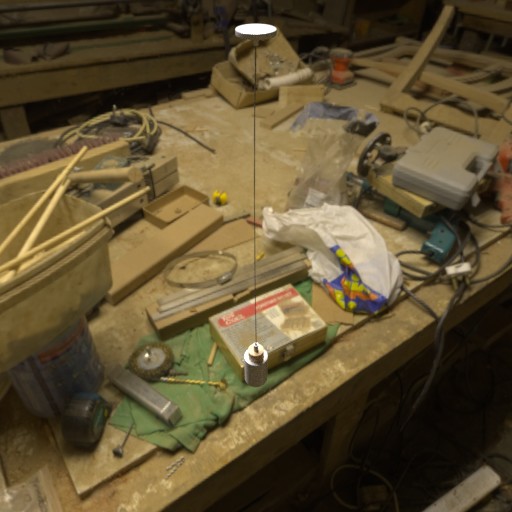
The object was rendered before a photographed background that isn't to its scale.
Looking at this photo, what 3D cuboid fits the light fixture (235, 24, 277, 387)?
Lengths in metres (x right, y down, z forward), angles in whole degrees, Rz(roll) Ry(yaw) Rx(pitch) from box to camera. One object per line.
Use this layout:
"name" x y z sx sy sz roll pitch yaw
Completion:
"light fixture" 0.000 0.000 1.918 0.125 1.798 0.125 -24 46 -26
